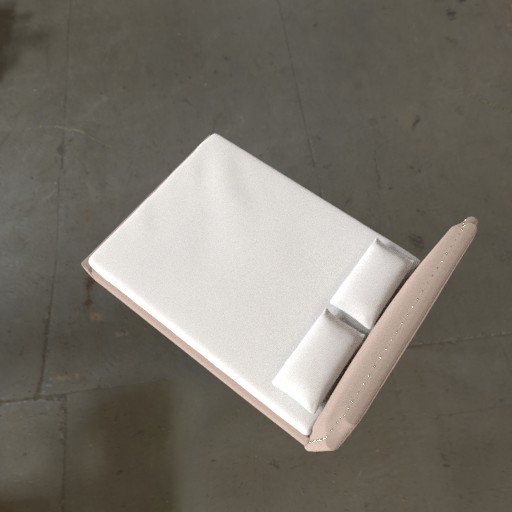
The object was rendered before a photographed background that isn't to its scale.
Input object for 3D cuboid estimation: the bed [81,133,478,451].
[{"bbox_3d":[0.000,0.000,3.390,2.372,1.443,1.713,35,70,14],"label":"bed"}]
